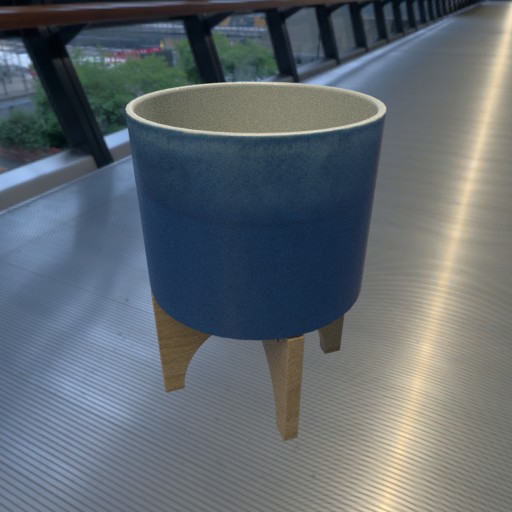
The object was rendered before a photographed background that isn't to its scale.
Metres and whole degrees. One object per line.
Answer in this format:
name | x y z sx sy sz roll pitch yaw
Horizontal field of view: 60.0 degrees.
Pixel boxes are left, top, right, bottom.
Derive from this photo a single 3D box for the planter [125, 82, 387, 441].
planter | 0.000 0.000 0.548 0.261 0.367 0.261 0 30 0
